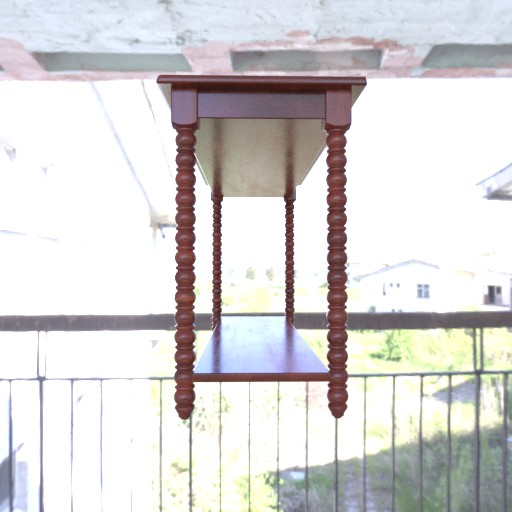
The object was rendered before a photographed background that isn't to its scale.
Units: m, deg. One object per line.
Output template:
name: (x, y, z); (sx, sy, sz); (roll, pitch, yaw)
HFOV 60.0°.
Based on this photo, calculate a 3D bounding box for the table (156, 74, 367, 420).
table: (0.000, 0.000, 1.521); (0.459, 0.740, 1.184); (0, -1, -1)
